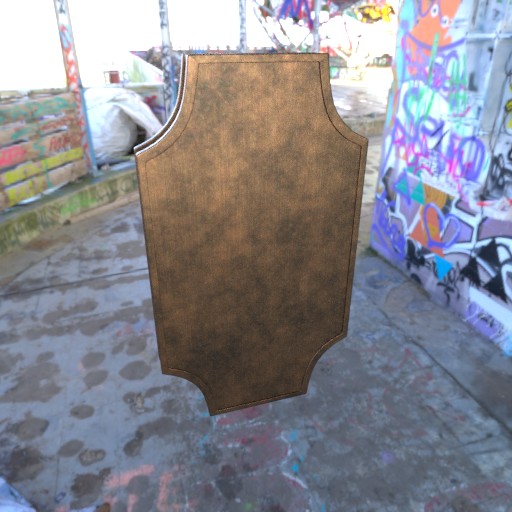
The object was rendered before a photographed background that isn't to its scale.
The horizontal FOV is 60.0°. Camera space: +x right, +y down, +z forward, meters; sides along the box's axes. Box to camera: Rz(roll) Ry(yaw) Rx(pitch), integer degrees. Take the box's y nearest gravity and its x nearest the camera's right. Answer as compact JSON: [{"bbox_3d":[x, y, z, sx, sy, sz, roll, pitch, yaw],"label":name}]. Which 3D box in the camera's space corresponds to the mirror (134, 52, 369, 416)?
[{"bbox_3d":[0.000,0.000,0.975,0.462,0.811,0.066,-8,27,-16],"label":"mirror"}]
